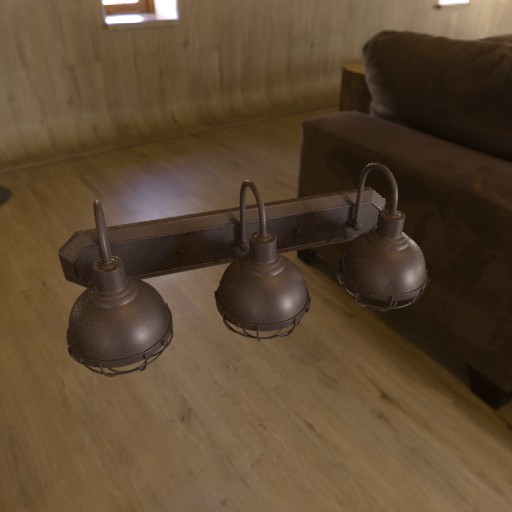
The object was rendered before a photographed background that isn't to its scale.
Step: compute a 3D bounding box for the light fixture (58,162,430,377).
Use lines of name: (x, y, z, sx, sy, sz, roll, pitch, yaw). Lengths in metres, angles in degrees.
light fixture: (0.000, 0.000, 0.756, 0.634, 0.254, 0.229, -11, 34, -16)
